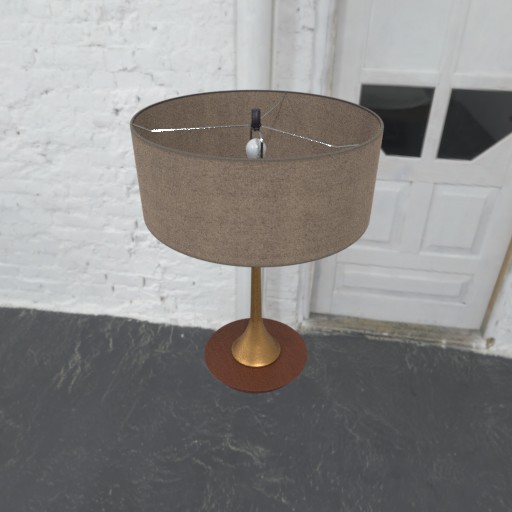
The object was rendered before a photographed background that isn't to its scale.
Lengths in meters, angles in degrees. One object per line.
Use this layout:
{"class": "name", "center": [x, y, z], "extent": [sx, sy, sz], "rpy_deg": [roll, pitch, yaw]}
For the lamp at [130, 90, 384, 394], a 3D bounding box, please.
{"class": "lamp", "center": [0.000, 0.000, 0.854], "extent": [0.396, 0.551, 0.417], "rpy_deg": [-8, 32, -12]}
